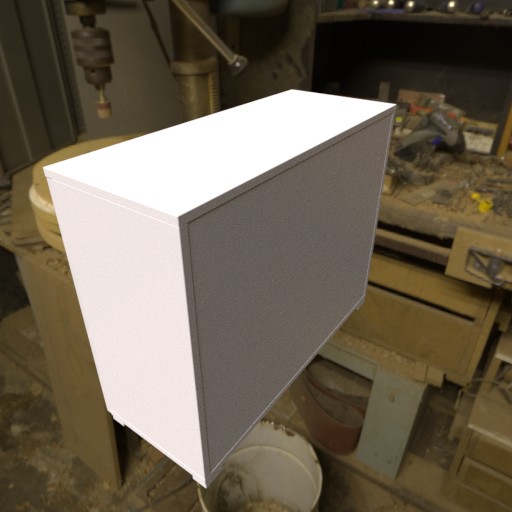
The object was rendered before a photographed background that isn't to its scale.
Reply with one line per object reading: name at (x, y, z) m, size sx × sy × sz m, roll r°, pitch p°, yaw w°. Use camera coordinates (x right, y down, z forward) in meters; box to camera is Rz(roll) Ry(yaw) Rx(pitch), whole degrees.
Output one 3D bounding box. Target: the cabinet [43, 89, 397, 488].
cabinet at (0.000, 0.000, 1.401) m, size 0.400 × 0.800 × 1.000 m, roll 21°, pitch 37°, yaw 30°
